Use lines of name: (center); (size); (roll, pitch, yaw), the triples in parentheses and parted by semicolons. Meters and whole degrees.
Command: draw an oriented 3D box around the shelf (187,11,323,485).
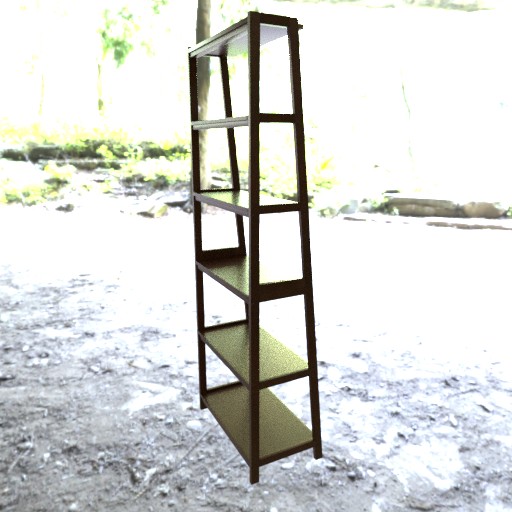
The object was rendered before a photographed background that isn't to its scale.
shelf: (0.000, 0.000, 2.087); (0.382, 1.892, 0.660); (-7, 16, -26)
